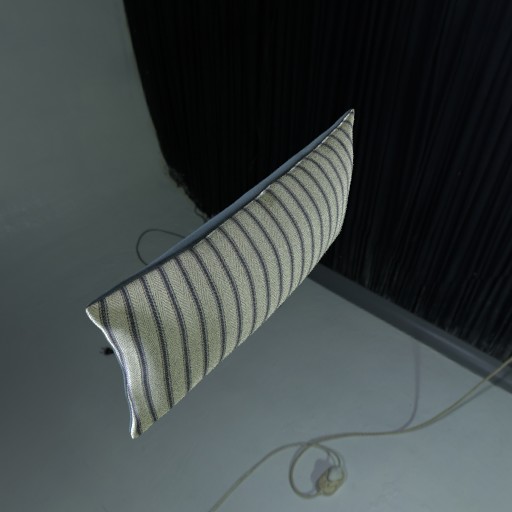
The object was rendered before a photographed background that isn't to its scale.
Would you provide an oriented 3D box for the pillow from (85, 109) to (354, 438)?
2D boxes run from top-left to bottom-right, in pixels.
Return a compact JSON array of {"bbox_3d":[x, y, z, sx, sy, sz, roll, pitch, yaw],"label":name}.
[{"bbox_3d":[0.000,0.000,0.742,0.151,0.305,0.609,26,47,27],"label":"pillow"}]
